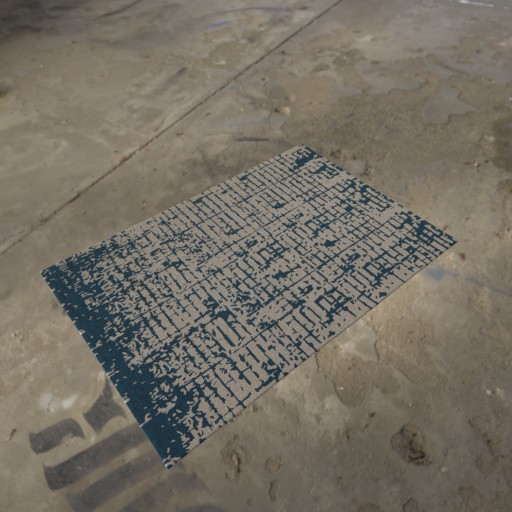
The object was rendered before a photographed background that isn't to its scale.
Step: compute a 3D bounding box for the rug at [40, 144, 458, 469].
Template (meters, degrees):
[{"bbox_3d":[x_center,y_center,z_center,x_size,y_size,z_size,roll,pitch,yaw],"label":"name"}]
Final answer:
[{"bbox_3d":[0.000,0.000,2.314,1.828,0.007,1.220,-31,54,-26],"label":"rug"}]
